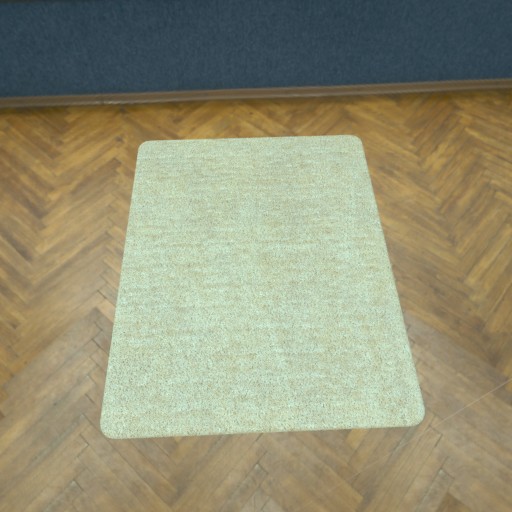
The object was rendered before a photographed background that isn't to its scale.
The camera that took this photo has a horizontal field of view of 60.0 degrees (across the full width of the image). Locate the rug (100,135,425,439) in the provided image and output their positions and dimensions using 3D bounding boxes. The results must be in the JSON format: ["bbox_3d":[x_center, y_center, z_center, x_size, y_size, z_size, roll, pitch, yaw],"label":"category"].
[{"bbox_3d":[0.000,0.000,3.363,2.009,0.048,2.528,-2,58,-1],"label":"rug"}]
